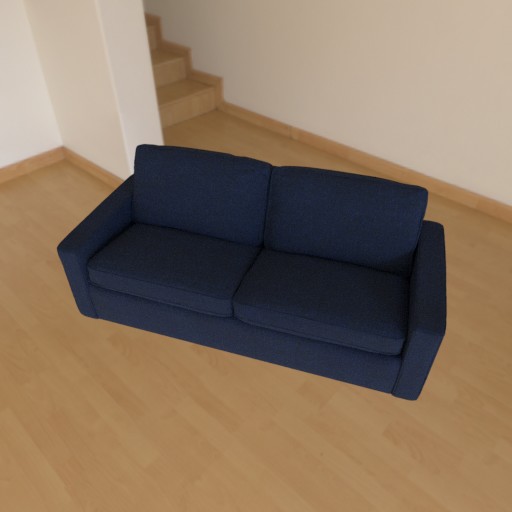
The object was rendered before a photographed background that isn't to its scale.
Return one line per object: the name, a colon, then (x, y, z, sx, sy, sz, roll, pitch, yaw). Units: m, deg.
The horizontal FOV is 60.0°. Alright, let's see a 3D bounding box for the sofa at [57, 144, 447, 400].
sofa: (0.000, 0.000, 2.621, 2.080, 0.919, 0.940, 11, 42, 13)
